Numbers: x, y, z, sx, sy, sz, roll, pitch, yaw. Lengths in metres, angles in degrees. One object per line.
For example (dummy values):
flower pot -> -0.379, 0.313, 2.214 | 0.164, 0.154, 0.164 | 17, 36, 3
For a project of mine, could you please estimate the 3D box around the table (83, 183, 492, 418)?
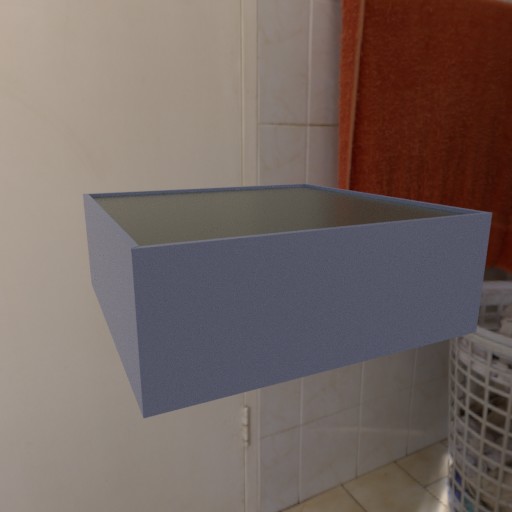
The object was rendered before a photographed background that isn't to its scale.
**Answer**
table -> 0.000, 0.000, 1.222 | 0.801, 0.299, 0.801 | -7, 16, -25
